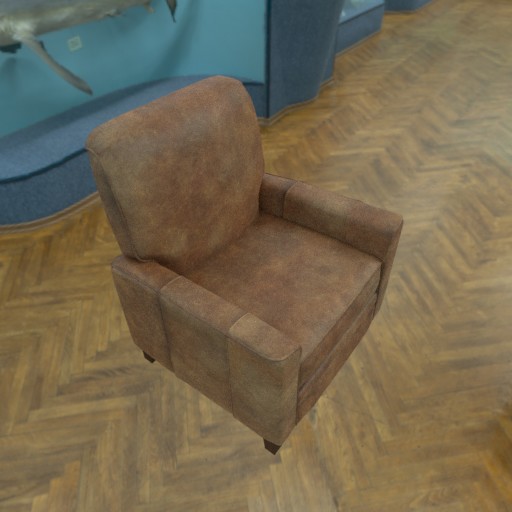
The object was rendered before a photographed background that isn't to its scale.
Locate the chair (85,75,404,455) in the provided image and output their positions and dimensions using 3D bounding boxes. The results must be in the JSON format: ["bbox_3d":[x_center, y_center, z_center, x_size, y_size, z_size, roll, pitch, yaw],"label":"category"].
[{"bbox_3d":[0.000,0.000,1.672,0.836,1.043,0.843,26,48,27],"label":"chair"}]
